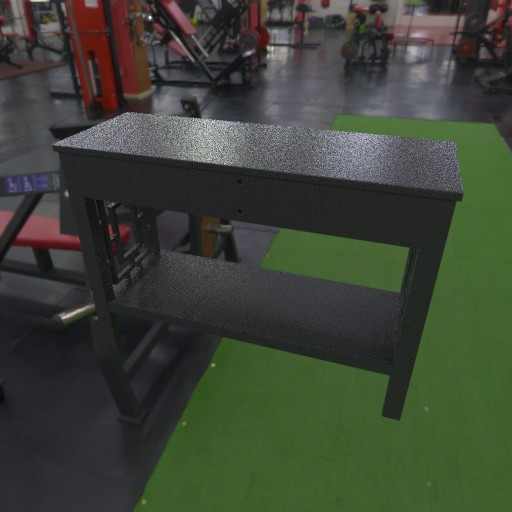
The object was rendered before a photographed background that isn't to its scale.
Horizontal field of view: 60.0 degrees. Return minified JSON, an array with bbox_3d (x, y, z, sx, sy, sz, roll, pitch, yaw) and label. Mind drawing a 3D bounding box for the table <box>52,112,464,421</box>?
[{"bbox_3d":[0.000,0.000,1.448,1.068,0.753,0.397,10,33,16],"label":"table"}]
